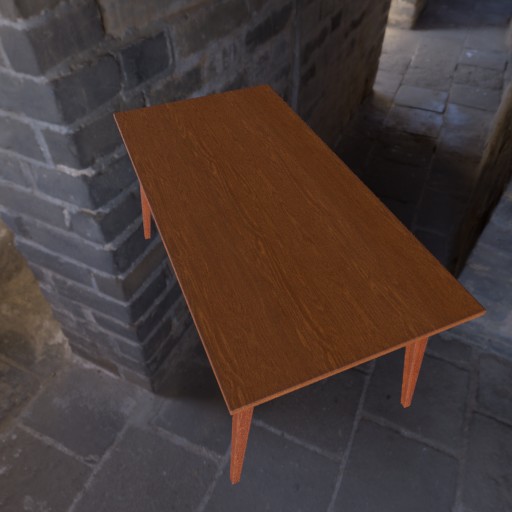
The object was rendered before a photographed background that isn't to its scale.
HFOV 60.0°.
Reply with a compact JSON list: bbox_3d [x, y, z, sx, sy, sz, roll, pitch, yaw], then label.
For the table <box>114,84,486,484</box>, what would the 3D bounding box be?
[{"bbox_3d":[0.000,0.000,1.989,0.811,0.755,1.609,-17,48,-16],"label":"table"}]
